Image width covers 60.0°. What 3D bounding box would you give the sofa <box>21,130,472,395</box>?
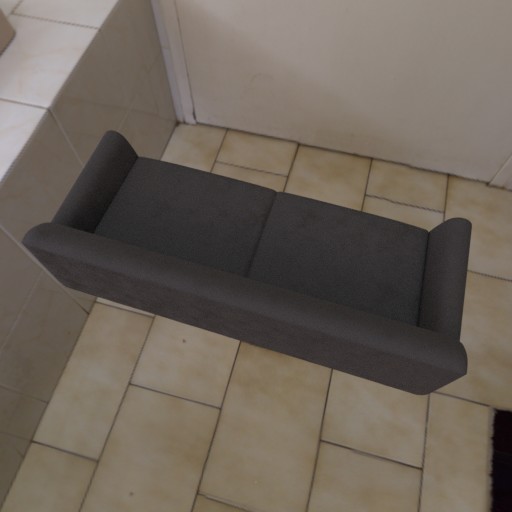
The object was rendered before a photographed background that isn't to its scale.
[{"bbox_3d":[0.000,0.000,2.546,2.190,0.740,0.900,16,64,8],"label":"sofa"}]
